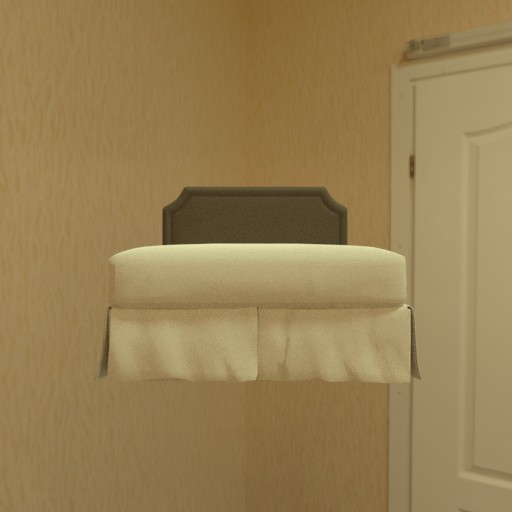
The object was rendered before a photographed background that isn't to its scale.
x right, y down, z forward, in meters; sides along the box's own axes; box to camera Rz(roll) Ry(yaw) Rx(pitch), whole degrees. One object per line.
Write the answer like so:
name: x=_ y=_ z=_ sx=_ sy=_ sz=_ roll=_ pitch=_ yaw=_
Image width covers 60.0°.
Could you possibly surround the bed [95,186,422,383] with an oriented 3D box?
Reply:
bed: x=0.000 y=0.000 z=3.342 sx=1.831 sy=1.297 sz=2.181 roll=0 pitch=2 yaw=-1
